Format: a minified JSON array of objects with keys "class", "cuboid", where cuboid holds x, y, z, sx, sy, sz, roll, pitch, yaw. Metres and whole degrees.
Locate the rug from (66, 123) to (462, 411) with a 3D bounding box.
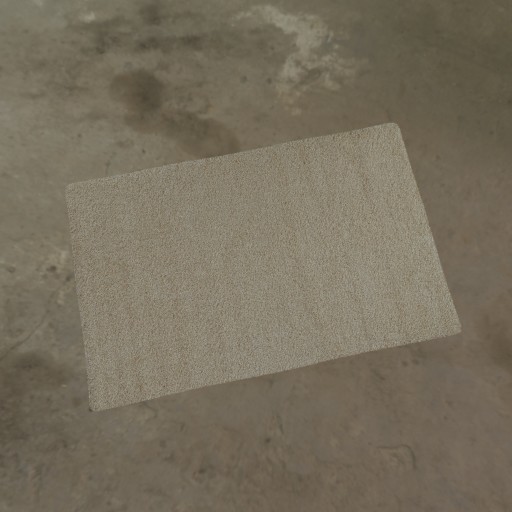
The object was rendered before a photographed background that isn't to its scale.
[{"class":"rug","cuboid":[0.000,0.000,2.908,2.349,0.026,1.500,-11,77,-3]}]
